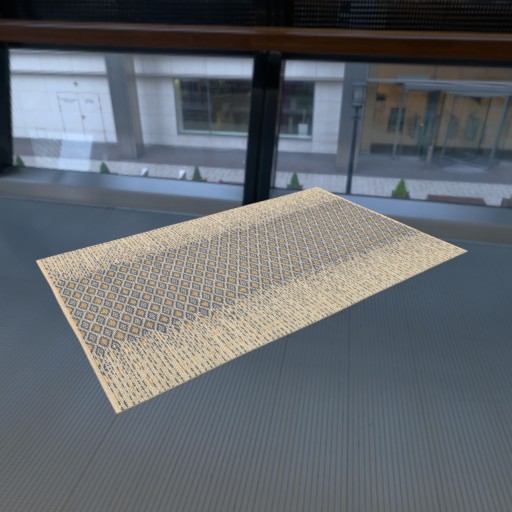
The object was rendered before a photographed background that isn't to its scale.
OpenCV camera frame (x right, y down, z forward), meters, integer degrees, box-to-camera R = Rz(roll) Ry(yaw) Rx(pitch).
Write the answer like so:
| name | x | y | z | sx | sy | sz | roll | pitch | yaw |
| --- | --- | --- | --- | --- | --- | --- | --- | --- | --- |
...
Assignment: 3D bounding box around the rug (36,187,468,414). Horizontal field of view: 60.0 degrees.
| name | x | y | z | sx | sy | sz | roll | pitch | yaw |
| --- | --- | --- | --- | --- | --- | --- | --- | --- | --- |
| rug | 0.000 | 0.000 | 2.965 | 2.448 | 0.008 | 1.541 | -19 | 34 | -30 |
